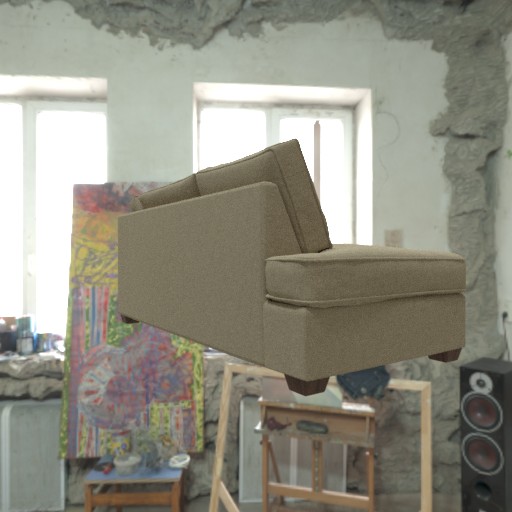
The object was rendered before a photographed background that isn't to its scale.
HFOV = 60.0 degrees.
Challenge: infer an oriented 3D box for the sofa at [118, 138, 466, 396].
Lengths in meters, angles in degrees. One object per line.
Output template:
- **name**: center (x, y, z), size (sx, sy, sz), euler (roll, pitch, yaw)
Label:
- **sofa**: center (0.000, 0.000, 2.805), size (1.110, 1.033, 2.237), euler (0, 0, -34)
